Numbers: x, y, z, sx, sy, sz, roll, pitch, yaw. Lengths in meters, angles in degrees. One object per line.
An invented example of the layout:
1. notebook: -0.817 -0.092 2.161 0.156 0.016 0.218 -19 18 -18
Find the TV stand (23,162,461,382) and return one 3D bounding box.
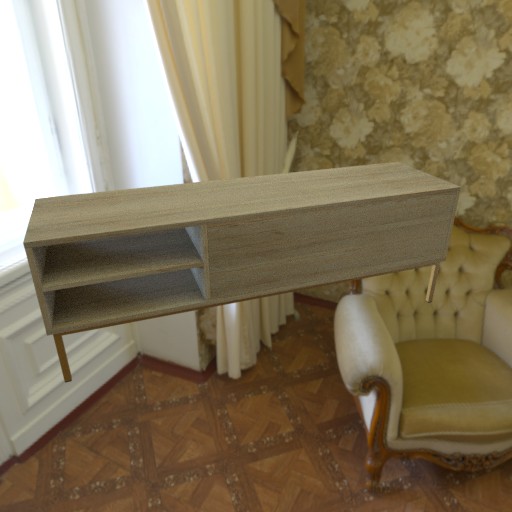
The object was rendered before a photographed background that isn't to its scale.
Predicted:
1. TV stand: 0.000 0.000 1.840 1.600 0.550 0.420 -9 28 -17
